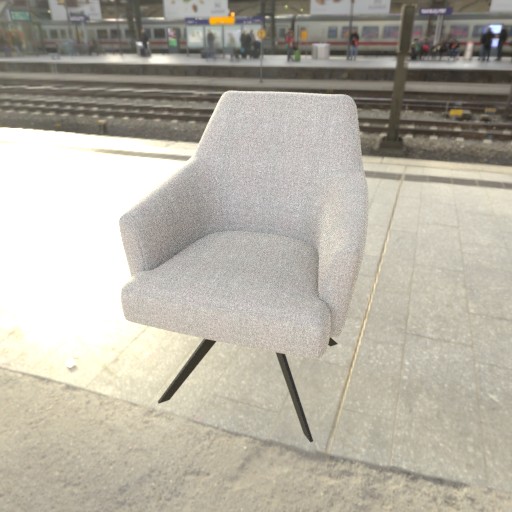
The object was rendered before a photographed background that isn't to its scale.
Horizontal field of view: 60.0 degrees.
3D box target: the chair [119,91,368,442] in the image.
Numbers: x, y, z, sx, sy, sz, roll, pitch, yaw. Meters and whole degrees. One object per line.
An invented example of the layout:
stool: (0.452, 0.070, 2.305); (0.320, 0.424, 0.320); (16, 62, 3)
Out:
chair: (0.000, 0.000, 1.338); (0.642, 0.874, 0.677); (8, 27, 16)
